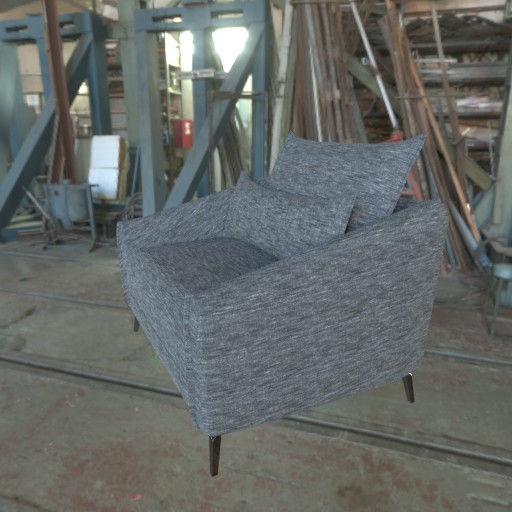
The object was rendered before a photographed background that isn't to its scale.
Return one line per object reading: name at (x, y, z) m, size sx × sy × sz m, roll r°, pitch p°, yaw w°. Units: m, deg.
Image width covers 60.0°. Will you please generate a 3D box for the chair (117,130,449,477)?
chair at (0.000, 0.000, 1.569) m, size 0.805 × 0.842 × 1.004 m, roll -8°, pitch 19°, yaw -26°
